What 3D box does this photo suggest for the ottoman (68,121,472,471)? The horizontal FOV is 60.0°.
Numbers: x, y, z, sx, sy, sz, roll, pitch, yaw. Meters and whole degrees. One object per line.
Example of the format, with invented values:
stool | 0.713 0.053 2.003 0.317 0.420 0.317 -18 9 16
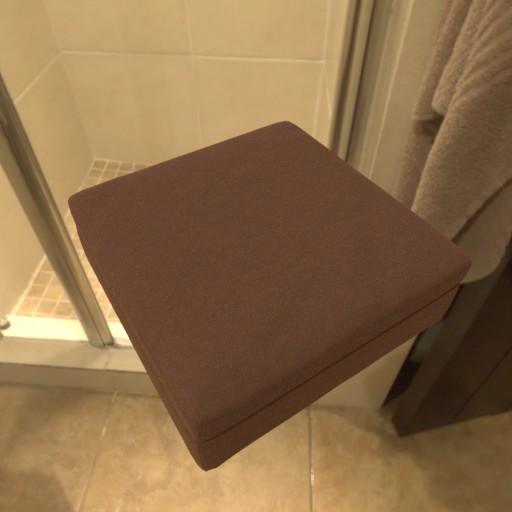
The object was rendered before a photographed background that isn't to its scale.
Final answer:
ottoman | 0.000 0.000 1.850 1.181 0.470 1.181 -25 52 -22
